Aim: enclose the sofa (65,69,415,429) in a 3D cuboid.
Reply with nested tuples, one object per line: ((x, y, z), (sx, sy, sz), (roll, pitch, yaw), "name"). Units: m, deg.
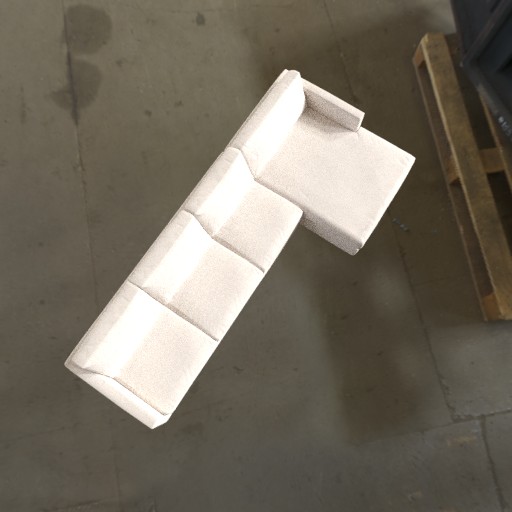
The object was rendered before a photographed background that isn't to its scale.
((0.000, 0.000, 4.197), (1.606, 0.954, 3.471), (32, 77, 8), "sofa")
